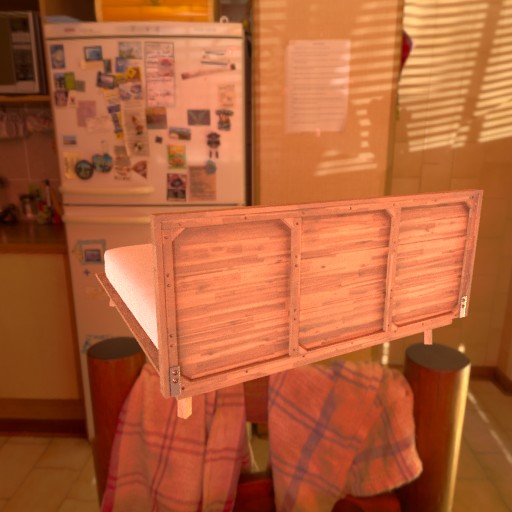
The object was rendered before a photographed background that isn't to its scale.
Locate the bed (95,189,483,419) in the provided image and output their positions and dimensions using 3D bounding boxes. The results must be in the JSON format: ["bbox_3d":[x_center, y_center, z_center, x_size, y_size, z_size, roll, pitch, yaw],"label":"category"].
[{"bbox_3d":[0.000,0.000,3.380,2.116,1.100,2.167,-8,17,-27],"label":"bed"}]
